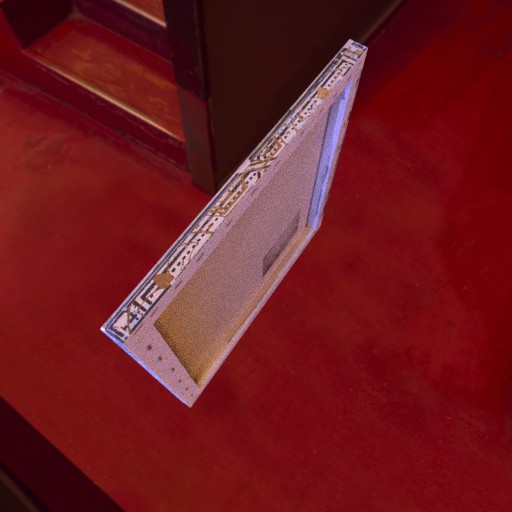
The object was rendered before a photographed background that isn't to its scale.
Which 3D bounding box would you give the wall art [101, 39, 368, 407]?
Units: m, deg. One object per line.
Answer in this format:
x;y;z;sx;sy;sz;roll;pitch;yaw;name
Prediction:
0.000;0.000;0.907;0.036;0.607;0.609;32;69;14;wall art
